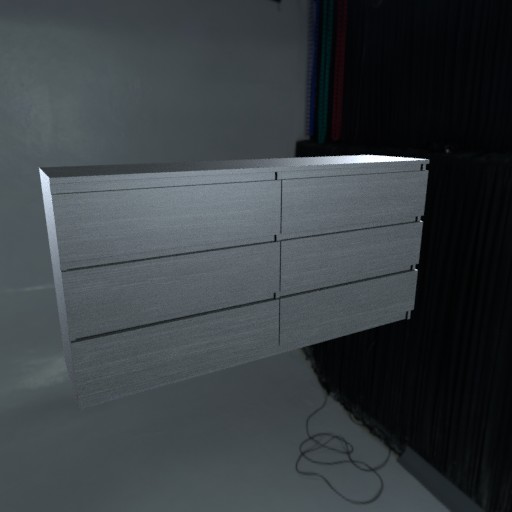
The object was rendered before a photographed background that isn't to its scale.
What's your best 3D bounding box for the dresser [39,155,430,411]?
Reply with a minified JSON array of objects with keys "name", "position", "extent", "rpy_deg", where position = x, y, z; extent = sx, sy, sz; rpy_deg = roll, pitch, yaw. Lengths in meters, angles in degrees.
[{"name":"dresser","position":[0.000,0.000,1.932],"extent":[1.590,0.795,0.400],"rpy_deg":[-9,18,-28]}]
